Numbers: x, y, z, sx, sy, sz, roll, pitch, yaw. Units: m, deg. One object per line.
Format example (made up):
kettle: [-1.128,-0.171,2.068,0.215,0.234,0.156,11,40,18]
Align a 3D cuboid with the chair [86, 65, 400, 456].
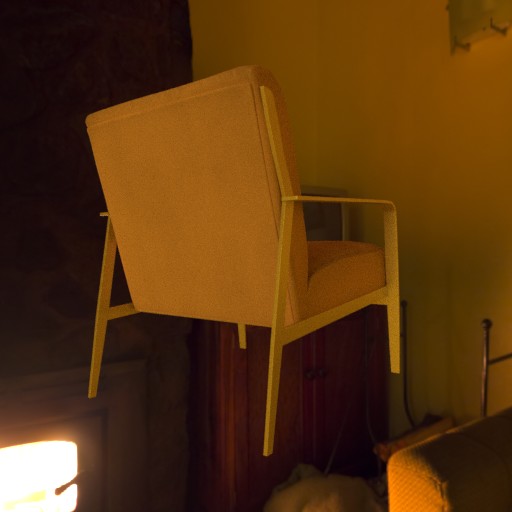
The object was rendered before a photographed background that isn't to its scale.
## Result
chair: [0.000,0.000,1.421,0.701,0.823,0.848,0,1,36]
